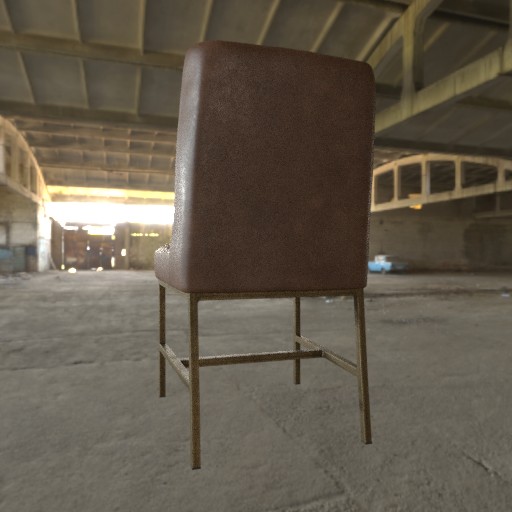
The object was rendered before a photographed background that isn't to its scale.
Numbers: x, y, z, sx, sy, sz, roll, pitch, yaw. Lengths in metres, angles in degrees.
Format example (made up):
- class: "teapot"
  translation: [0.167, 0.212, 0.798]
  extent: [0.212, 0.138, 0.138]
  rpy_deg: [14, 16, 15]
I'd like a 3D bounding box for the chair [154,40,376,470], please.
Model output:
- class: "chair"
  translation: [0.000, 0.000, 1.215]
  extent: [0.508, 0.889, 0.587]
  rpy_deg: [0, 0, -17]
